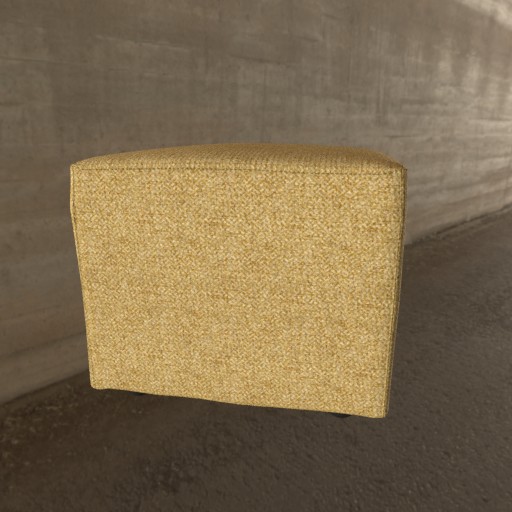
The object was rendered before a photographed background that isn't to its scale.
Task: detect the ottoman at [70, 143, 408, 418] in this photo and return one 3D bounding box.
[{"bbox_3d":[0.000,0.000,0.903,0.505,0.441,0.512,3,16,10],"label":"ottoman"}]
